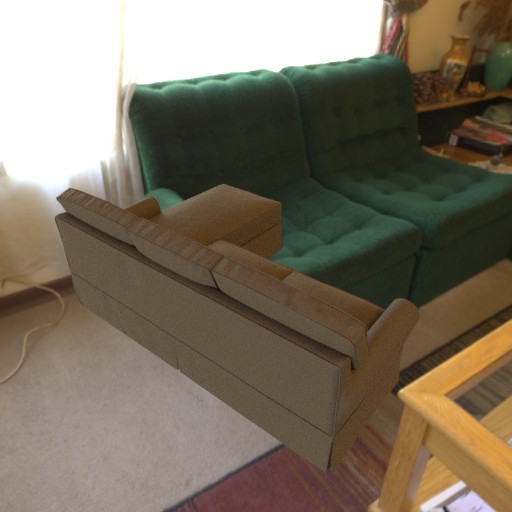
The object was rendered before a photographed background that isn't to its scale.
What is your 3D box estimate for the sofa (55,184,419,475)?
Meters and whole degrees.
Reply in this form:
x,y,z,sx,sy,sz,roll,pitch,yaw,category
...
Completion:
x,y,z,sx,sy,sz,roll,pitch,yaw,category
0.000,0.000,3.292,2.475,0.978,1.733,23,39,32,sofa
